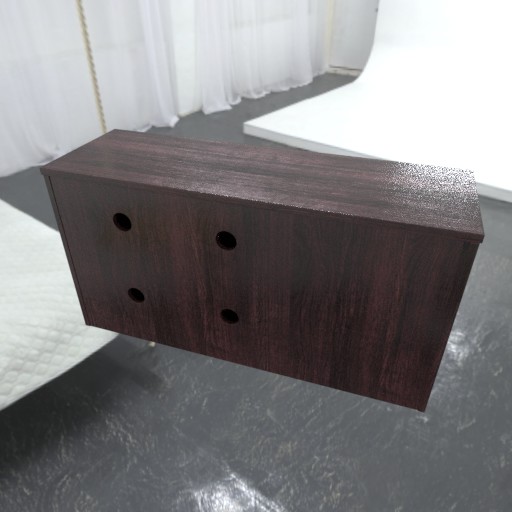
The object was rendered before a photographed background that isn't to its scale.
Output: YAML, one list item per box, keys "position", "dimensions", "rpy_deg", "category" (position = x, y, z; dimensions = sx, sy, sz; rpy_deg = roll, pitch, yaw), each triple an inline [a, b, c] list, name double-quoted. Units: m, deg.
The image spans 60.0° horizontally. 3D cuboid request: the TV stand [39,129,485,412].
- position: [0.000, 0.000, 1.456]
  dimensions: [1.192, 0.614, 0.404]
  rpy_deg: [11, 35, 15]
  category: "TV stand"
